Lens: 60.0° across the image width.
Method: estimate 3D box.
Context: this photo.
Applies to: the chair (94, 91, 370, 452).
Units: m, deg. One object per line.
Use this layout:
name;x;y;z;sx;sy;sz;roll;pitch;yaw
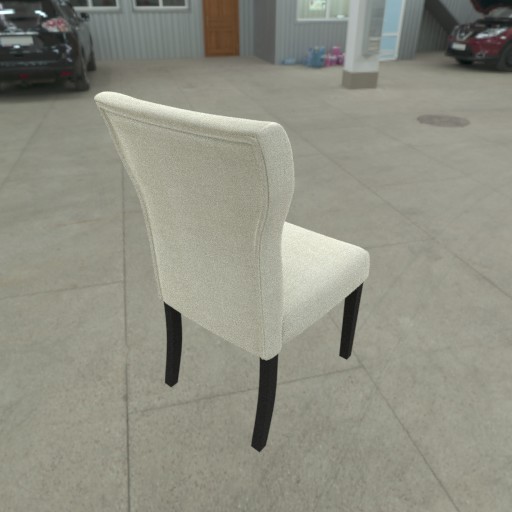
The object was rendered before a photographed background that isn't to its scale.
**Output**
chair;0.000;0.000;1.271;0.509;0.921;0.597;23;37;33
